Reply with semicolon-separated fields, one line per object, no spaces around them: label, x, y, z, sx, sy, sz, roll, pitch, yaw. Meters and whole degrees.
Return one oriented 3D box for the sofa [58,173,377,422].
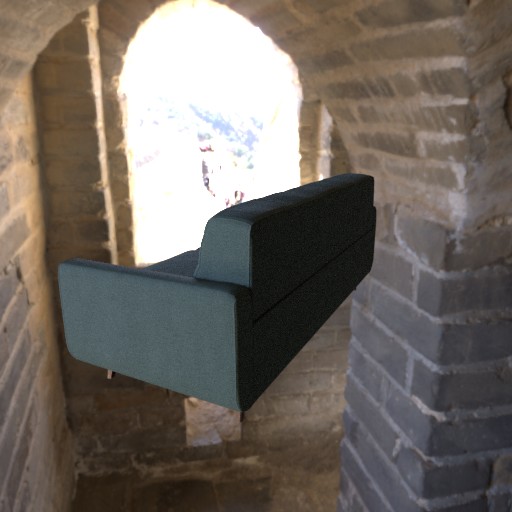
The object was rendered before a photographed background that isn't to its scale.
sofa;0.000;0.000;2.540;0.909;0.841;2.029;8;18;26
